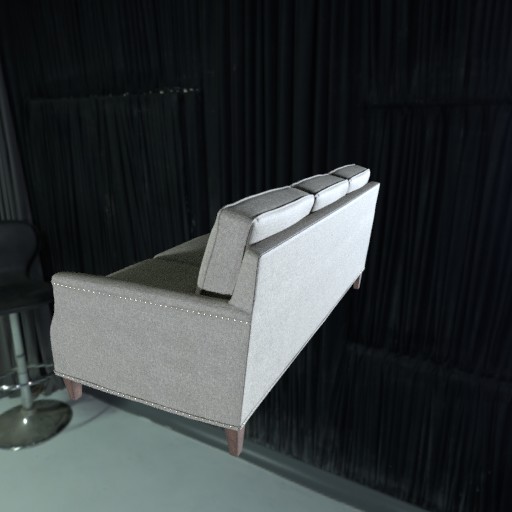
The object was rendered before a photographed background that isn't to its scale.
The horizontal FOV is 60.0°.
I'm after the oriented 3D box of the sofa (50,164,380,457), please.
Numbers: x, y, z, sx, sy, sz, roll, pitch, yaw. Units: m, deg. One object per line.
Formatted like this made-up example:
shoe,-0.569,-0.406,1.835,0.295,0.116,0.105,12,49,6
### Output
sofa,0.000,0.000,2.740,1.084,1.003,2.246,8,18,24
